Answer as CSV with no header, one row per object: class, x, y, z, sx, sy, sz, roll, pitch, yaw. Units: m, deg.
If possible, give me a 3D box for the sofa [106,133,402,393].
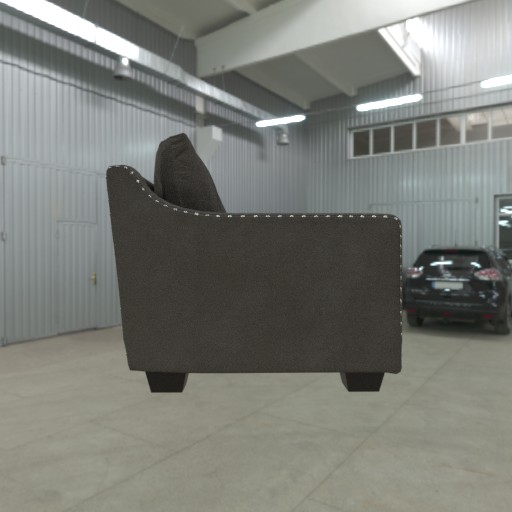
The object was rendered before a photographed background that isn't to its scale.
sofa,0.000,0.000,3.182,1.336,1.196,2.550,0,1,-1
